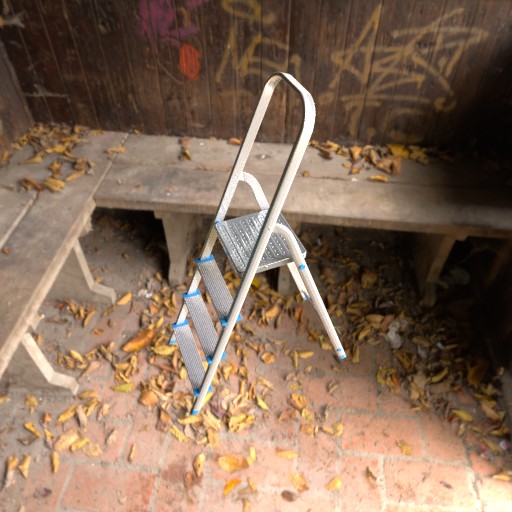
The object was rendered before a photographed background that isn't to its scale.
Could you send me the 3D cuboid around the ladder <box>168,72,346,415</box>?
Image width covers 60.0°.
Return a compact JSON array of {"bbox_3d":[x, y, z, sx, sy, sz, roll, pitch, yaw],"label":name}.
[{"bbox_3d":[0.000,0.000,1.827,0.842,1.434,0.445,-16,49,-15],"label":"ladder"}]
